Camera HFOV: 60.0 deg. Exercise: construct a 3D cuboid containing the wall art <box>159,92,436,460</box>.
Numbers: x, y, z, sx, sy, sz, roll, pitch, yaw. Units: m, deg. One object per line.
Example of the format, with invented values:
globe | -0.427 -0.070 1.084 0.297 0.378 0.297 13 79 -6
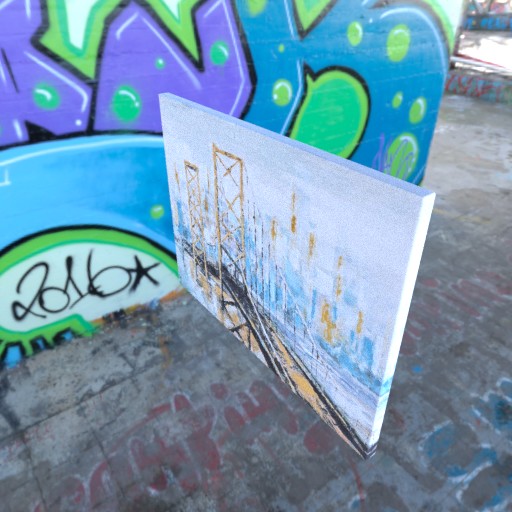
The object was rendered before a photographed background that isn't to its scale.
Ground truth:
wall art | 0.000 0.000 1.322 0.038 0.762 1.016 -22 38 -31
